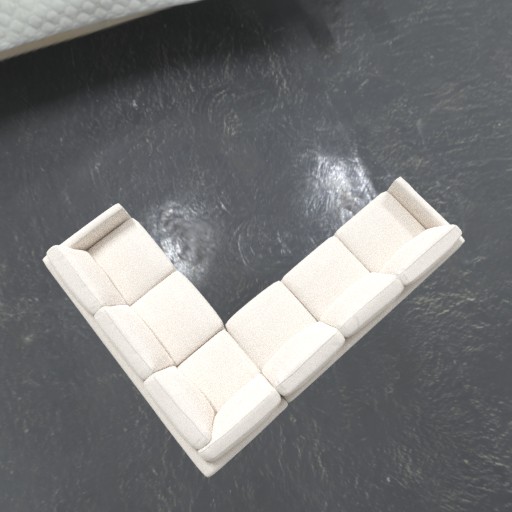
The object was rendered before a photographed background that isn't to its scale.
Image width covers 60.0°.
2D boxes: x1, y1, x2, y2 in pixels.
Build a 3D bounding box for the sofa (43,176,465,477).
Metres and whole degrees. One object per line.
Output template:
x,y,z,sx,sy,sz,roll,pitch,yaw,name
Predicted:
0.000,0.000,4.527,3.302,0.947,2.593,-39,78,-10,sofa
